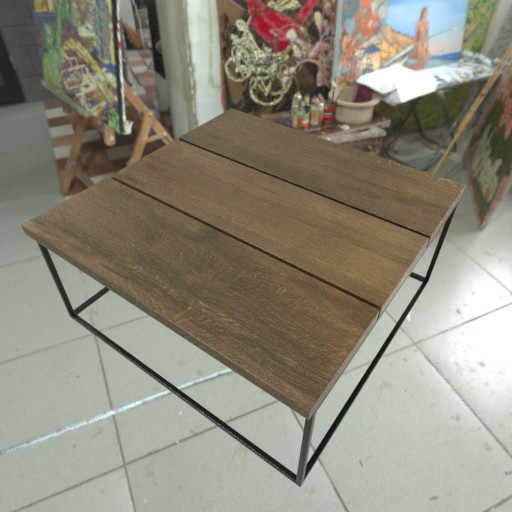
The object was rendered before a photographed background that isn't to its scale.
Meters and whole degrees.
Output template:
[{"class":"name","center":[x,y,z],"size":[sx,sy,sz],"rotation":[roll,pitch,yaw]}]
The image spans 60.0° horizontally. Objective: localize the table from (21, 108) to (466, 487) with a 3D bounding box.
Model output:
[{"class":"table","center":[0.000,0.000,1.392],"size":[0.900,0.400,0.900],"rotation":[26,49,26]}]
